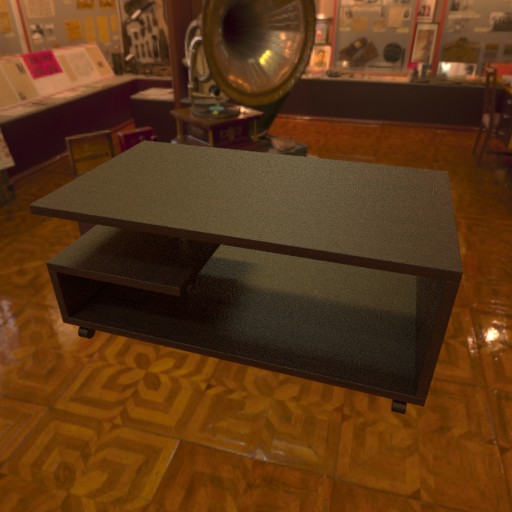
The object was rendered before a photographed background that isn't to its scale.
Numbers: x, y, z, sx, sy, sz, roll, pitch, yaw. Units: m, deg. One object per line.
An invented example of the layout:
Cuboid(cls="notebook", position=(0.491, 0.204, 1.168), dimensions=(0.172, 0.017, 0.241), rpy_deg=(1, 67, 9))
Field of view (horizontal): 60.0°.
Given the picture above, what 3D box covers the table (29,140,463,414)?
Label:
Cuboid(cls="table", position=(0.000, 0.000, 1.374), dimensions=(1.050, 0.460, 0.590), rpy_deg=(9, 33, 15))
